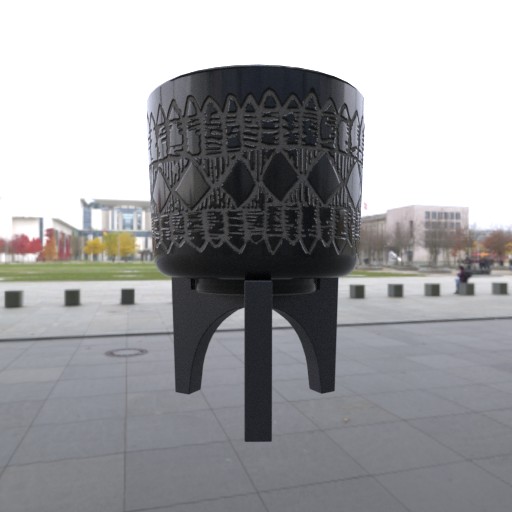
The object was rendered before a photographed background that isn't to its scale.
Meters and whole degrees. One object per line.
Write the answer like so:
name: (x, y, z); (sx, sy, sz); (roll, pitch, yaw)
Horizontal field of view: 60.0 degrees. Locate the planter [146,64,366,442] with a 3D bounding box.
planter: (0.000, 0.000, 0.267); (0.129, 0.177, 0.129); (0, 0, 0)
